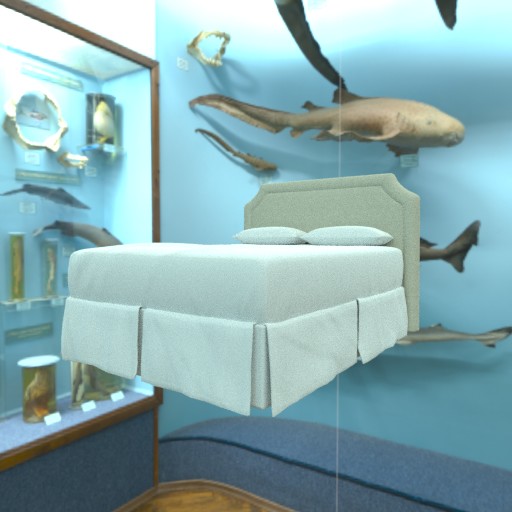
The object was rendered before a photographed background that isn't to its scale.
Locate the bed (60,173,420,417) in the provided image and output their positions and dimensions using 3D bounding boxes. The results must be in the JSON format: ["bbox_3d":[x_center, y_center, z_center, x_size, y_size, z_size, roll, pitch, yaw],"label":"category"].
[{"bbox_3d":[0.000,0.000,3.133,1.693,1.290,2.116,2,3,36],"label":"bed"}]
